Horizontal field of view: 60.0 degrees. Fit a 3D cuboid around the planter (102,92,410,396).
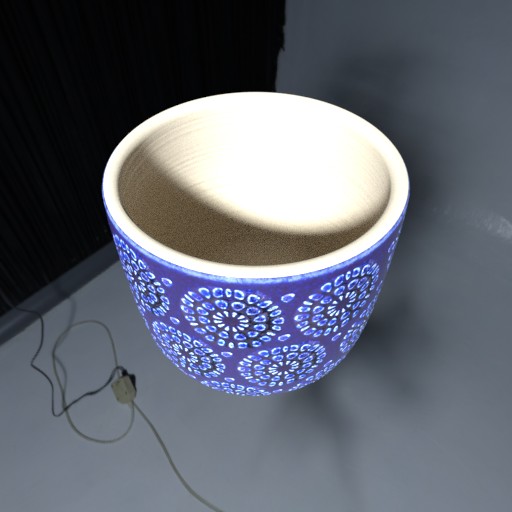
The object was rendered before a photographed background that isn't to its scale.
[{"bbox_3d":[0.000,0.000,0.294,0.165,0.149,0.165,0,47,0],"label":"planter"}]
